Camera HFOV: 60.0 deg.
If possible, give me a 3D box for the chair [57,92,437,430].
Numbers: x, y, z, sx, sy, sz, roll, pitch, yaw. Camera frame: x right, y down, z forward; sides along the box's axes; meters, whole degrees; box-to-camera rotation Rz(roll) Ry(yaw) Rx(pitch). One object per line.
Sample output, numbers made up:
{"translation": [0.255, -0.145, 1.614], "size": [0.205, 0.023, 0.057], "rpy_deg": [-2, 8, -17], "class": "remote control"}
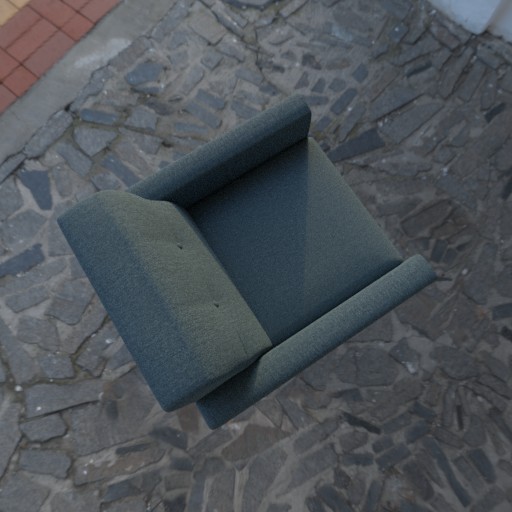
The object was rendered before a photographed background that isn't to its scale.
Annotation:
{"translation": [0.000, 0.000, 1.675], "size": [0.964, 0.940, 0.880], "rpy_deg": [-32, 78, -8], "class": "chair"}
